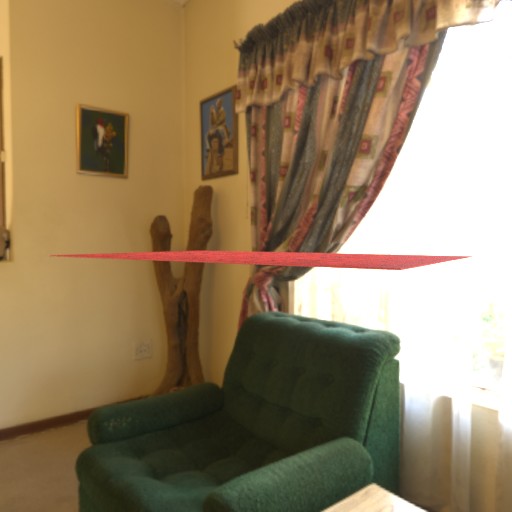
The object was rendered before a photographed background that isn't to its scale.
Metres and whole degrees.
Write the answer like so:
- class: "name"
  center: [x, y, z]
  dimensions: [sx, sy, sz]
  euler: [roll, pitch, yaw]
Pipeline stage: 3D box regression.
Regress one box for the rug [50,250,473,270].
- class: "rug"
  center: [0.000, 0.000, 2.999]
  dimensions: [2.423, 0.010, 1.534]
  euler: [2, 3, 35]
